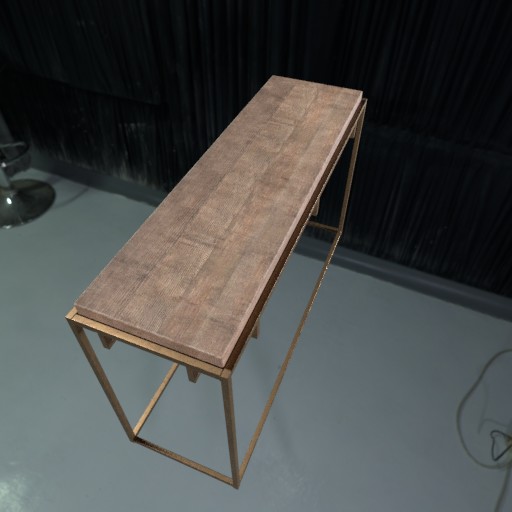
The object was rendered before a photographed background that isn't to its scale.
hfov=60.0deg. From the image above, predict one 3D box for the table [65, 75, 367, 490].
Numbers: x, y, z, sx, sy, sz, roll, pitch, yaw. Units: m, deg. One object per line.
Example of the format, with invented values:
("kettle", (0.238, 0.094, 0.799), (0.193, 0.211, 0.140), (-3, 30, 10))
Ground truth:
("table", (0.000, 0.000, 1.747), (0.440, 0.820, 1.400), (16, 48, 15))
